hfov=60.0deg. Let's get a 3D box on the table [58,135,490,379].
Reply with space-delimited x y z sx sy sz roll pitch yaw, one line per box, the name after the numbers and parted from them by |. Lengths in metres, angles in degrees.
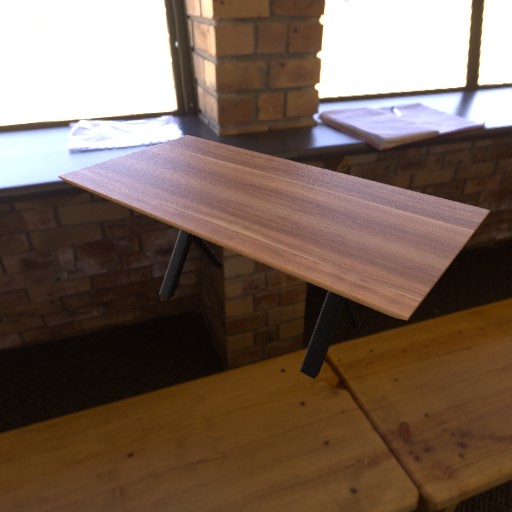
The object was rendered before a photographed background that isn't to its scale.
0.000 0.000 2.463 2.000 0.770 1.000 22 38 32 | table
